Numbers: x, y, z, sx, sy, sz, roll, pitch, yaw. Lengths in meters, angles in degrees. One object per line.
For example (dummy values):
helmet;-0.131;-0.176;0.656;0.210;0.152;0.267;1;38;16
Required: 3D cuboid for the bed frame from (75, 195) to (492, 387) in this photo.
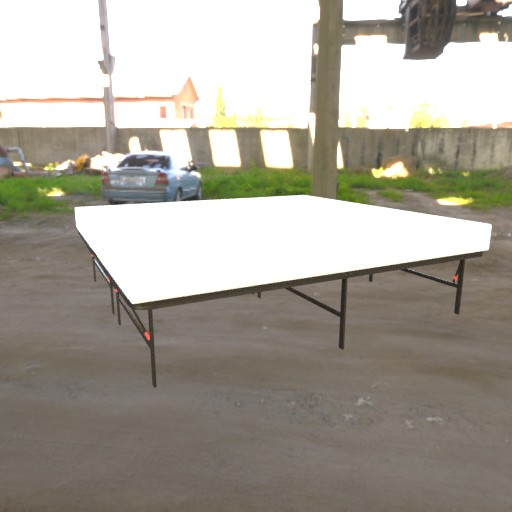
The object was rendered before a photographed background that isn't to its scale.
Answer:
bed frame;0.000;0.000;2.968;2.032;0.559;1.930;-7;15;-26
